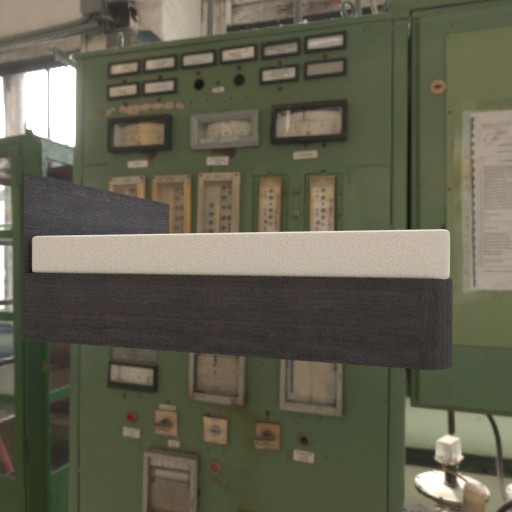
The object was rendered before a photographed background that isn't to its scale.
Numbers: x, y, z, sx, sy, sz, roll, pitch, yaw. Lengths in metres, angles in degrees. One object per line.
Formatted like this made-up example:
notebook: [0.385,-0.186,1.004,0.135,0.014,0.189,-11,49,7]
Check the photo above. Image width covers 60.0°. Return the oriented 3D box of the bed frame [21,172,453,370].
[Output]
bed frame: [0.000,0.000,2.487,1.900,0.800,1.400,0,0,18]
